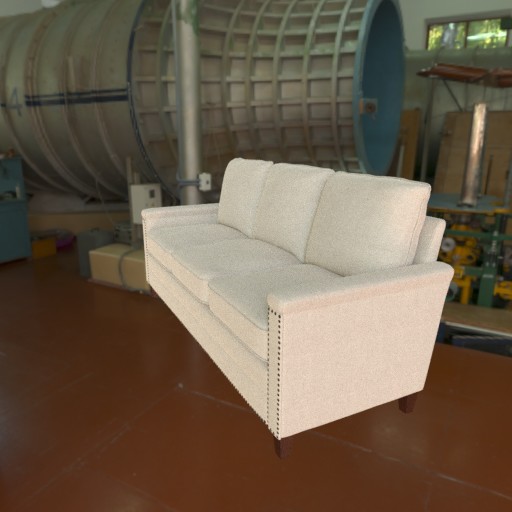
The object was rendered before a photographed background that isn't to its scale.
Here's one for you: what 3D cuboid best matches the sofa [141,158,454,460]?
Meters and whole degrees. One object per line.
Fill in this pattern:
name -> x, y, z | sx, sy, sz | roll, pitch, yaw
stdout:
sofa -> 0.000, 0.000, 2.404 | 0.828, 0.961, 1.925 | -8, 17, -26
